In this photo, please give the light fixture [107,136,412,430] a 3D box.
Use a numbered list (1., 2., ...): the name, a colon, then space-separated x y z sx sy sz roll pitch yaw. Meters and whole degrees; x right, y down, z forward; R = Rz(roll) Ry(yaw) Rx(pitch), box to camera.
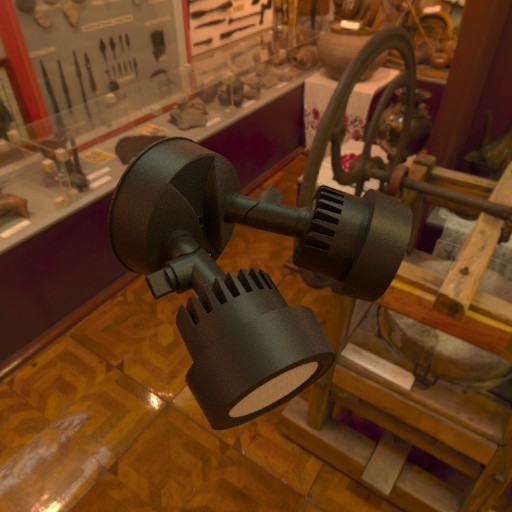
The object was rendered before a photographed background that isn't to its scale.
1. light fixture: 0.000 0.000 0.301 0.168 0.120 0.213 25 46 27
